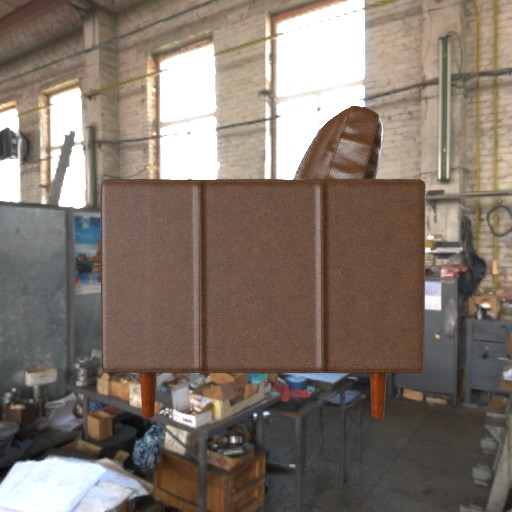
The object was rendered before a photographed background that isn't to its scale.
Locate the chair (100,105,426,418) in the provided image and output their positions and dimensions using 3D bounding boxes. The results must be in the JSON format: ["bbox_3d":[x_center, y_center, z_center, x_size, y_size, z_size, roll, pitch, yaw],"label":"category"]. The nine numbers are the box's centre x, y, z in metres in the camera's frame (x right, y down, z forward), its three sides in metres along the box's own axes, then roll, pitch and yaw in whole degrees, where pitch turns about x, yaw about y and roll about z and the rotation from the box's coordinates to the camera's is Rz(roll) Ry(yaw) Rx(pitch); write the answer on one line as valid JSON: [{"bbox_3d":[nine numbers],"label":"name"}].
[{"bbox_3d":[0.000,0.000,1.625,0.909,0.956,0.890,0,1,0],"label":"chair"}]
